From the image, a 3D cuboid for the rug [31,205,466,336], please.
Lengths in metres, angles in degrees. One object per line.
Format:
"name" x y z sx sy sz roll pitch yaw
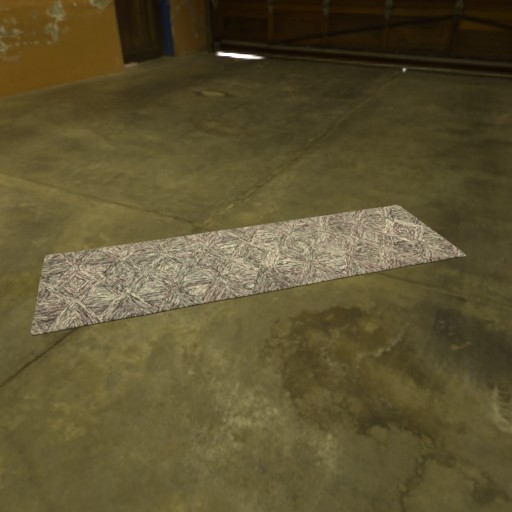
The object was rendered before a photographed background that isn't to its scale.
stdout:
"rug" 0.000 0.000 2.528 2.305 0.013 0.719 -9 33 -15
